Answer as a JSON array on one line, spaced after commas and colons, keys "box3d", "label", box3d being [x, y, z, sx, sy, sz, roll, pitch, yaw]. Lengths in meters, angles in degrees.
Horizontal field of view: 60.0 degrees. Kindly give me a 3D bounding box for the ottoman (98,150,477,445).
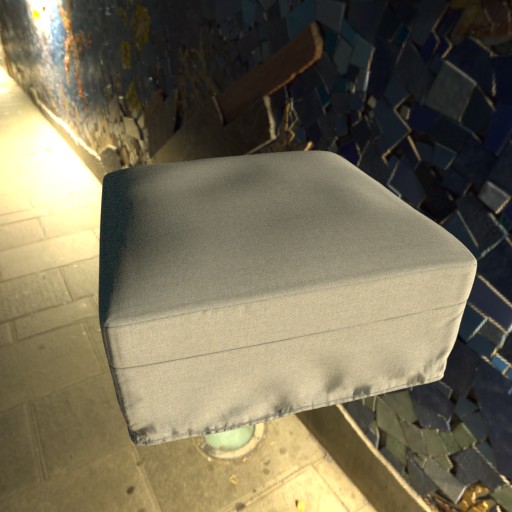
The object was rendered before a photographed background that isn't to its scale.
[{"box3d": [0.000, 0.000, 1.312, 0.840, 0.436, 0.843, -8, 32, -14], "label": "ottoman"}]
